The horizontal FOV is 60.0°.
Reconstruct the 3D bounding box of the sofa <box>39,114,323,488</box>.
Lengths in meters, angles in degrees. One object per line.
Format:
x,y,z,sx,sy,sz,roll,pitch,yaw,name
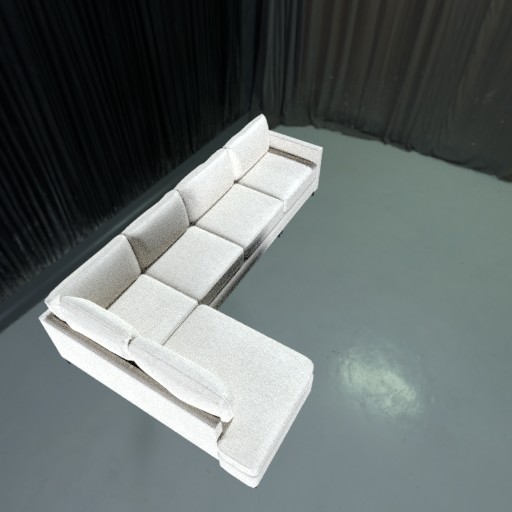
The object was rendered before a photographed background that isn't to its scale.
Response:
0.000,0.000,4.278,2.048,0.996,3.384,24,52,21,sofa
